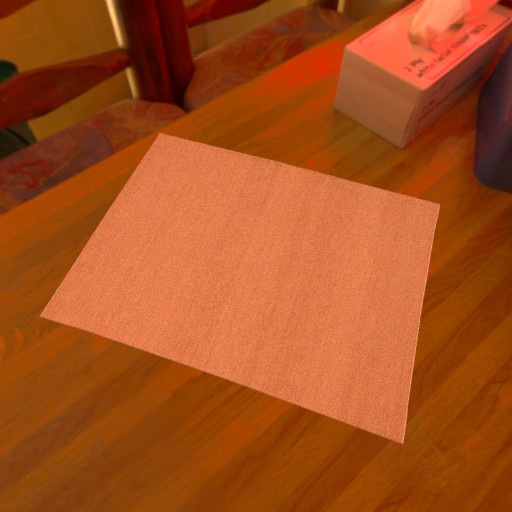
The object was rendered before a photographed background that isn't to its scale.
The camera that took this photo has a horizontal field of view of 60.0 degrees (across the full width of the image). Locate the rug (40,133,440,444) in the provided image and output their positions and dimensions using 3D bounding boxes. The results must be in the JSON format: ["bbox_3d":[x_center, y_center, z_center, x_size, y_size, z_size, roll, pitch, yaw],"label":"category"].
[{"bbox_3d":[0.000,0.000,4.229,3.202,0.045,2.434,17,60,10],"label":"rug"}]
